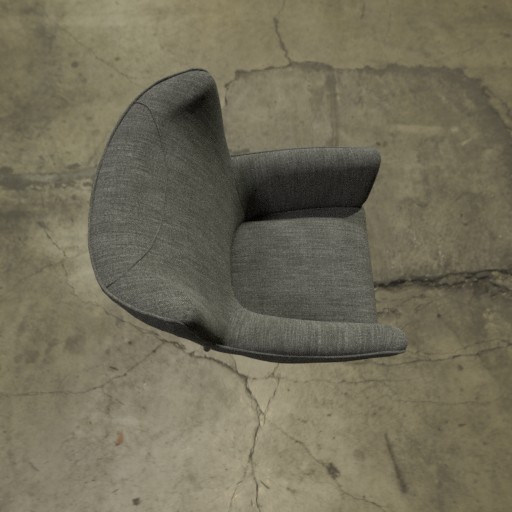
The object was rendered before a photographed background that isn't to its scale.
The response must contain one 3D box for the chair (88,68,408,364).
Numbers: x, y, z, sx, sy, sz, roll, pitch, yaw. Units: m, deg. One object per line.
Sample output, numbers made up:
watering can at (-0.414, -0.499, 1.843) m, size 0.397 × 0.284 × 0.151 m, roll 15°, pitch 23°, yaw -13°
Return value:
chair at (0.000, 0.000, 1.543) m, size 0.888 × 0.933 × 0.781 m, roll 0°, pitch 64°, yaw 0°
